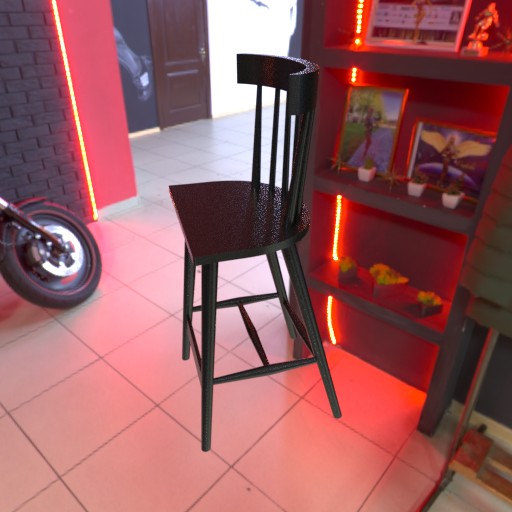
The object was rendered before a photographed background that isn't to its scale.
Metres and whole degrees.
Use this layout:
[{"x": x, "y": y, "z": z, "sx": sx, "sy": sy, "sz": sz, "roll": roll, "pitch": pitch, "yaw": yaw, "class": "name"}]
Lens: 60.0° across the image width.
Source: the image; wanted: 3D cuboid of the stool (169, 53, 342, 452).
[{"x": 0.000, "y": 0.000, "z": 1.357, "sx": 0.483, "sy": 1.092, "sz": 0.482, "roll": -8, "pitch": 31, "yaw": -14, "class": "stool"}]
